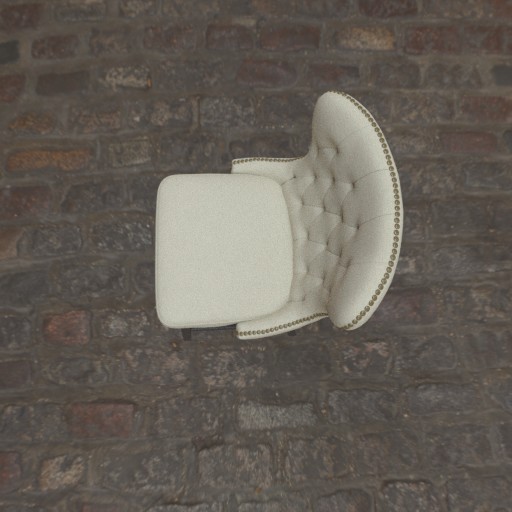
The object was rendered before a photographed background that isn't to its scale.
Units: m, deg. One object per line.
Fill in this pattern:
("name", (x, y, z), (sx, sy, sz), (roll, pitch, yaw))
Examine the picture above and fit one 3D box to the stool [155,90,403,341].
("stool", (0.000, 0.000, 1.347), (0.593, 0.971, 0.528), (-3, 76, -1))
